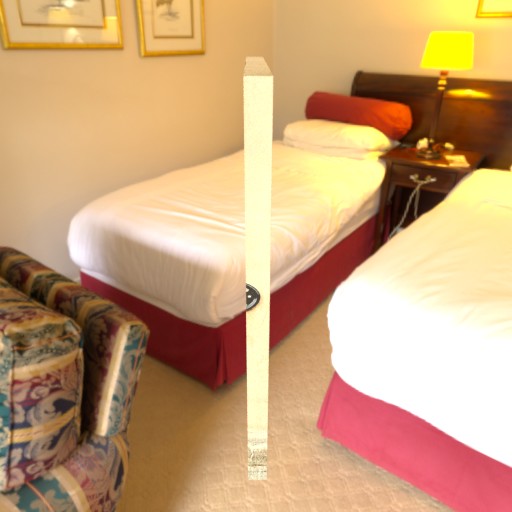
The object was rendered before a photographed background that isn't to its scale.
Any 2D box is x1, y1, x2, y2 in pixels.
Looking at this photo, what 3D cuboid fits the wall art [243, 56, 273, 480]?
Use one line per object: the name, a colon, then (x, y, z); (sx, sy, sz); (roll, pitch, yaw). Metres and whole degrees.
wall art: (0.000, 0.000, 0.957); (0.038, 0.764, 0.508); (0, 27, -1)
